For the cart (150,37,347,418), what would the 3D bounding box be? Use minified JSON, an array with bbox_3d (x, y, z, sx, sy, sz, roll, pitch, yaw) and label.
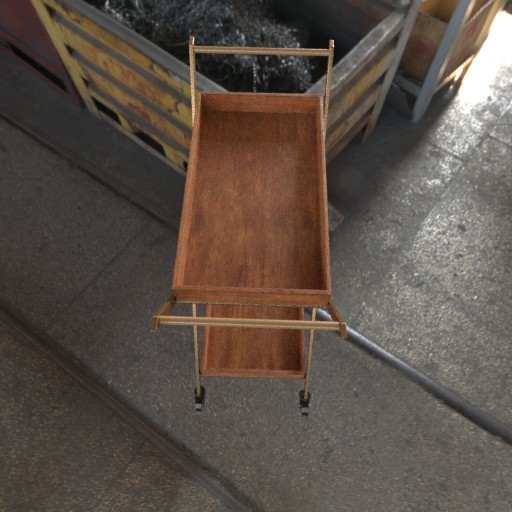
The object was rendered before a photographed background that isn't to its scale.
[{"bbox_3d":[0.000,0.000,1.358,0.405,0.869,0.836,2,63,1],"label":"cart"}]
